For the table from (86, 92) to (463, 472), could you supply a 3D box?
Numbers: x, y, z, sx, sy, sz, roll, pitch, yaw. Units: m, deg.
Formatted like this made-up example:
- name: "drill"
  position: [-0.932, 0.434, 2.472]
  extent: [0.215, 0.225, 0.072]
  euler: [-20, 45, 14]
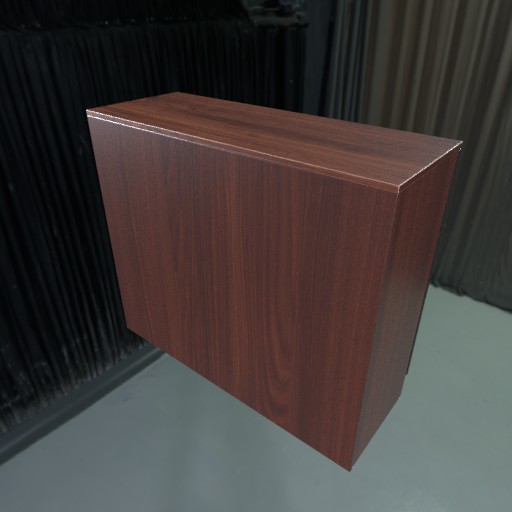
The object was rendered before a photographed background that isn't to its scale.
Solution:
- name: "table"
  position: [0.000, 0.000, 1.328]
  extent: [0.930, 0.790, 0.380]
  euler: [22, 37, 33]
